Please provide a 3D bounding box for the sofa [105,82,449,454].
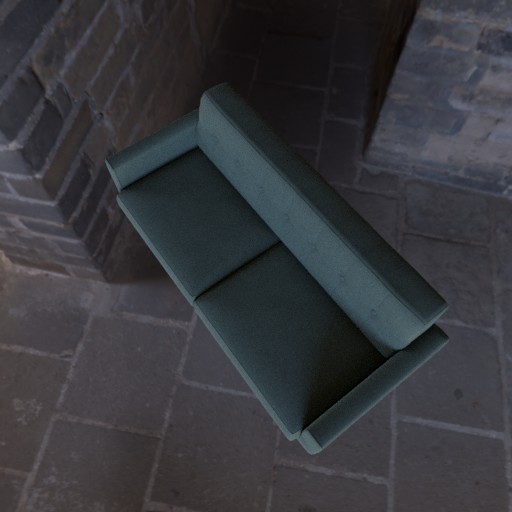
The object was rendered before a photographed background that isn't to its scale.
[{"bbox_3d":[0.000,0.000,2.572,0.909,0.841,2.029,-34,68,-16],"label":"sofa"}]
